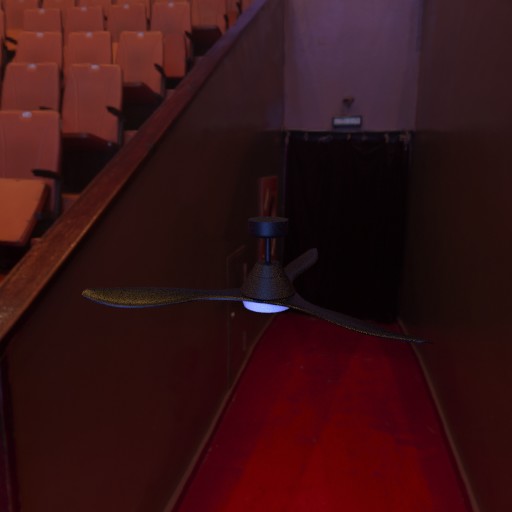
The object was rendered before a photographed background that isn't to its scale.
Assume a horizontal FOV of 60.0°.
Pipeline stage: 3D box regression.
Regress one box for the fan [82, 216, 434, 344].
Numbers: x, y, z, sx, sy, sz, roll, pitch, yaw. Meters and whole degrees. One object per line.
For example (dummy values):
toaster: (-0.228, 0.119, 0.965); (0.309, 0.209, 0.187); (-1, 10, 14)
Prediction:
fan: (0.000, 0.000, 1.652); (1.067, 0.305, 1.067); (2, 13, 10)
